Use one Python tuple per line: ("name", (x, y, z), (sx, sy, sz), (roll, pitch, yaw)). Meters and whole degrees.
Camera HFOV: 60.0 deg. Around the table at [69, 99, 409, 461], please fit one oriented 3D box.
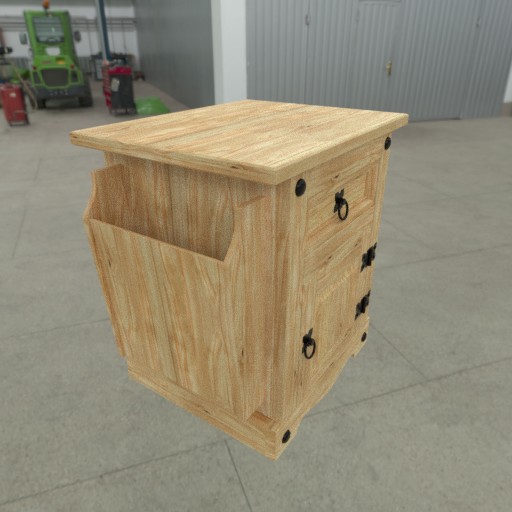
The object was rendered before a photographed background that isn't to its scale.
("table", (0.000, 0.000, 0.876), (0.380, 0.515, 0.530), (17, 31, 31))
